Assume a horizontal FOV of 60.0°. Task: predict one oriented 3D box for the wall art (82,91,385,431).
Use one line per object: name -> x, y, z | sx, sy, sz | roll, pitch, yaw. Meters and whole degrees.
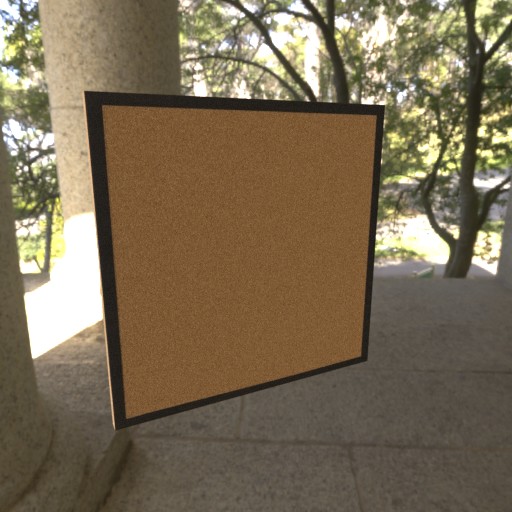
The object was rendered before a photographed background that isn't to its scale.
wall art -> 0.000, 0.000, 1.033 | 0.695, 0.691, 0.029 | -7, 16, -26
